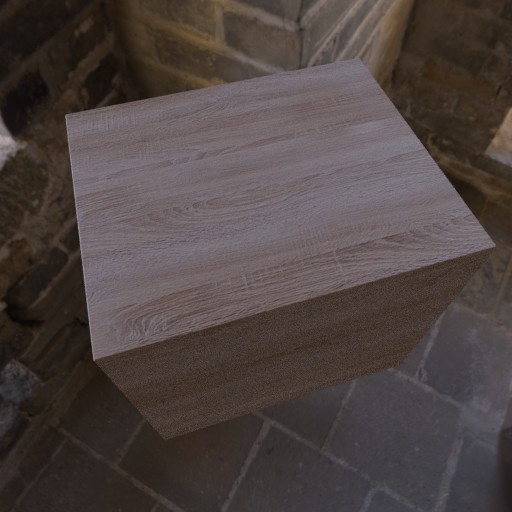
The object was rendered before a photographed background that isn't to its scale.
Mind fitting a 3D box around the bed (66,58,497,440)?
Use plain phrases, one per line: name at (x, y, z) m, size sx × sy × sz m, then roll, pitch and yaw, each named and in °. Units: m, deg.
bed at (0.000, 0.000, 0.755) m, size 0.460 × 0.420 × 0.401 m, roll -15°, pitch 58°, yaw -9°
